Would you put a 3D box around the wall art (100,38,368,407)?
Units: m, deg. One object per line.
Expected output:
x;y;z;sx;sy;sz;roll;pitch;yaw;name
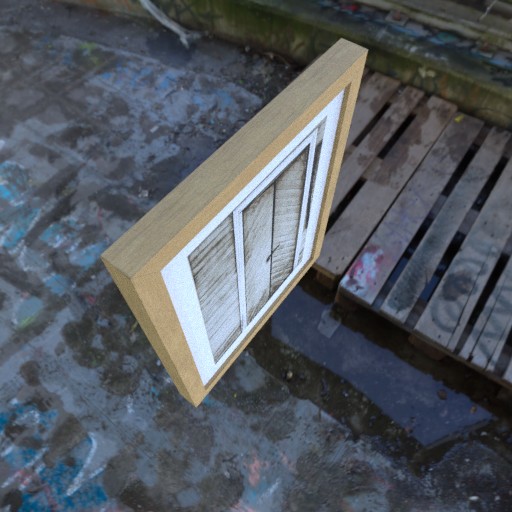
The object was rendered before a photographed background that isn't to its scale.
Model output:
0.000;0.000;0.524;0.030;0.380;0.312;33;64;18;wall art
